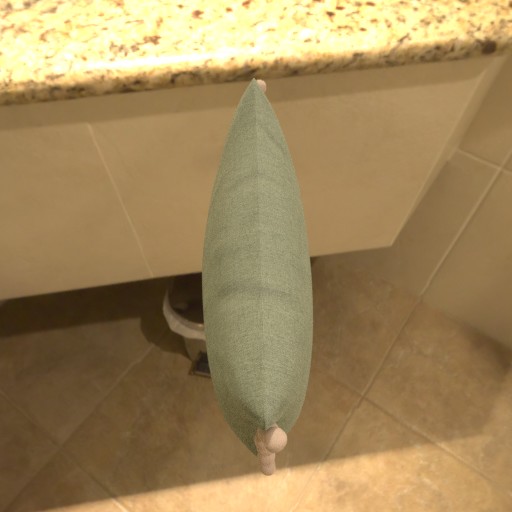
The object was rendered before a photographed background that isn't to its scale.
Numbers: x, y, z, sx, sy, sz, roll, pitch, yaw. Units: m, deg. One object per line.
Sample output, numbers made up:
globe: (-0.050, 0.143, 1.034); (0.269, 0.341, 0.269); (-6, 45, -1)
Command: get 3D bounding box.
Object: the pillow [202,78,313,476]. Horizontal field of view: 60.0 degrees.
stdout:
pillow: (0.000, 0.000, 0.812); (0.201, 0.322, 0.709); (-1, 57, -1)
